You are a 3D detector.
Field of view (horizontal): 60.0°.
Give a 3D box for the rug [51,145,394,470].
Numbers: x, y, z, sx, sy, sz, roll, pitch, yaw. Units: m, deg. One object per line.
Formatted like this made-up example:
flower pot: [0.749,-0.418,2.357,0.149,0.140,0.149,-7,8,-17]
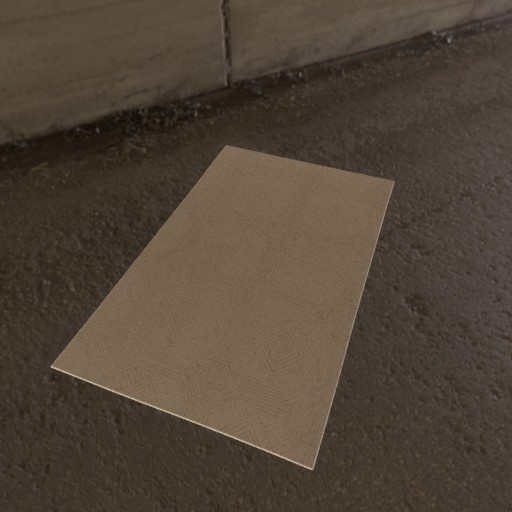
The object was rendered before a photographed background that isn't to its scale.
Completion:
rug: [0.000,0.000,3.082,1.524,0.008,2.440,16,48,15]
